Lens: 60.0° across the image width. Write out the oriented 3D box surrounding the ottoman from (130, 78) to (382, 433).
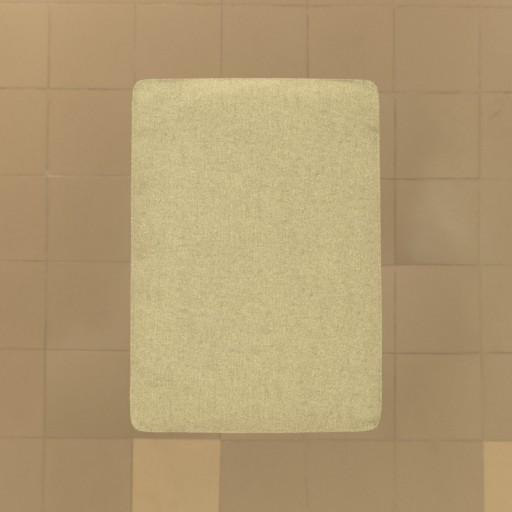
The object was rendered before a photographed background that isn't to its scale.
[{"bbox_3d":[0.000,0.000,1.238,0.611,0.508,0.848,0,89,0],"label":"ottoman"}]
